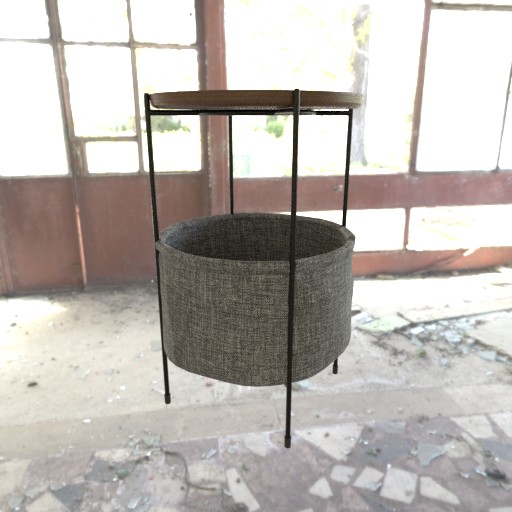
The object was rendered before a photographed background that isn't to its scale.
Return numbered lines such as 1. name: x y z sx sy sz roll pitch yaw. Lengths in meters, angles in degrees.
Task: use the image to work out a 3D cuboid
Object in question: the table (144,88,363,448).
1. table: 0.000 0.000 0.910 0.400 0.623 0.400 9 20 26
